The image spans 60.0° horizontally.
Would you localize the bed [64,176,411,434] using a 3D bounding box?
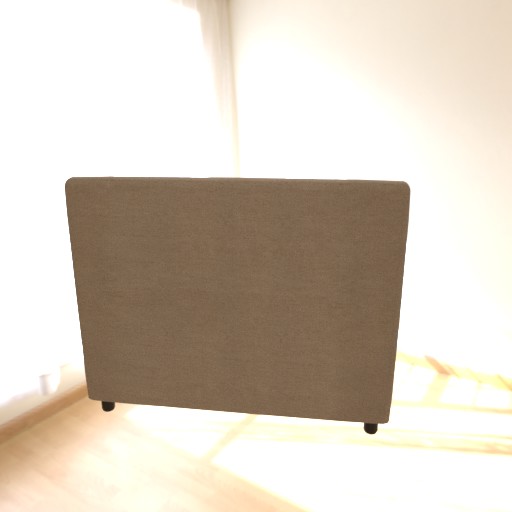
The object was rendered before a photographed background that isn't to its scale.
[{"bbox_3d":[0.000,0.000,3.239,1.713,1.330,2.162,2,16,7],"label":"bed"}]
